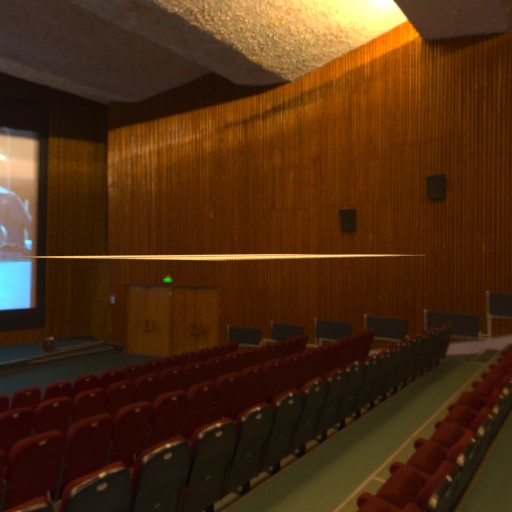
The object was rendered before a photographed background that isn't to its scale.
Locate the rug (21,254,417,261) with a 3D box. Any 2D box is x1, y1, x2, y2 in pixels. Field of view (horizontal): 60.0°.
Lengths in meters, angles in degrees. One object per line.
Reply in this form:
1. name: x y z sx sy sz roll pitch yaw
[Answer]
1. rug: 0.000 0.000 2.977 1.519 0.003 2.453 0 1 37
